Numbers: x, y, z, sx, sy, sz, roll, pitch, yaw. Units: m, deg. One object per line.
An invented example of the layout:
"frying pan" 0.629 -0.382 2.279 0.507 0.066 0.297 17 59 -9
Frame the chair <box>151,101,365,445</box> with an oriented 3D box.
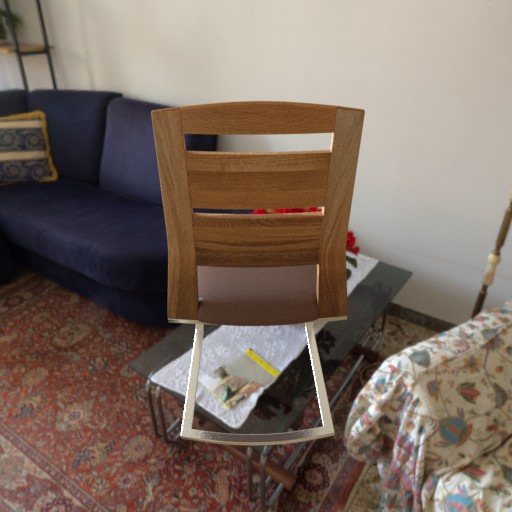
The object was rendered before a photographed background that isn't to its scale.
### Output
"chair" 0.000 0.000 1.295 0.460 0.970 0.570 -1 31 -1
